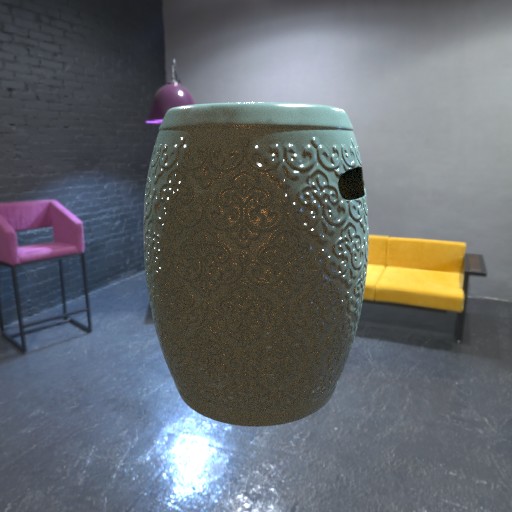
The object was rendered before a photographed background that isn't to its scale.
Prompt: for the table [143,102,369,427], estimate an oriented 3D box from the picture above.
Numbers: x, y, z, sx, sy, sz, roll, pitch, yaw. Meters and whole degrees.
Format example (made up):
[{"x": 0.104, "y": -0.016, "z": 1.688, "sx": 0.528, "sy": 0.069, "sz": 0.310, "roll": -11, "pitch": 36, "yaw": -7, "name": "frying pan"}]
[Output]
[{"x": 0.000, "y": 0.000, "z": 0.631, "sx": 0.309, "sy": 0.397, "sz": 0.309, "roll": 0, "pitch": 14, "yaw": 0, "name": "table"}]
